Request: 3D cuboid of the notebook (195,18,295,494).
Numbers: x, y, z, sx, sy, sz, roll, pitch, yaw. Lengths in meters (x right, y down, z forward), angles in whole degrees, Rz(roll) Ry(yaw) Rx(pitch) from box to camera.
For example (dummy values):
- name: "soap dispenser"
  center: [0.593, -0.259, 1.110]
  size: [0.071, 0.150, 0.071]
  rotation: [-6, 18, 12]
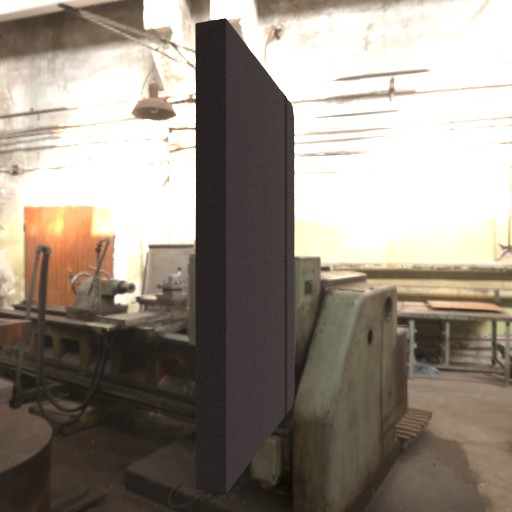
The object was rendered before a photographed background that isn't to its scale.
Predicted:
- name: "notebook"
  center: [0.000, 0.000, 0.259]
  size: [0.016, 0.213, 0.127]
  rotation: [0, 0, 19]
